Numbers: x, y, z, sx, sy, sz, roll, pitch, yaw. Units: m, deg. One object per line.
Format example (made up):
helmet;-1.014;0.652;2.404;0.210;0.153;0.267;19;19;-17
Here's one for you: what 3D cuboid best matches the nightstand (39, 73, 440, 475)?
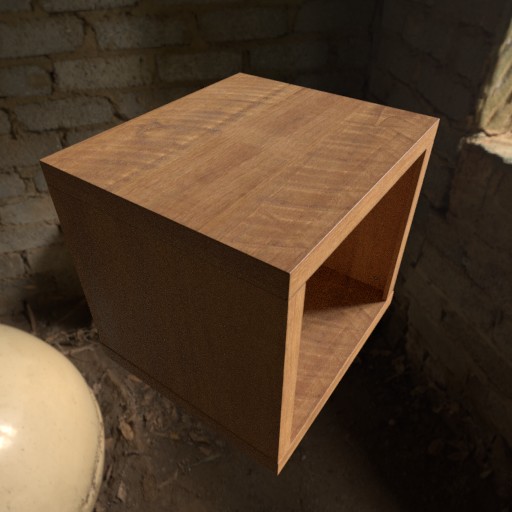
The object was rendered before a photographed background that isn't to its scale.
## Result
nightstand;0.000;0.000;0.862;0.436;0.491;0.493;24;45;26
